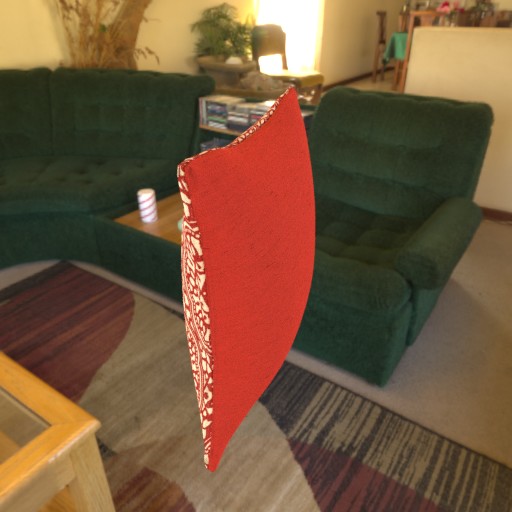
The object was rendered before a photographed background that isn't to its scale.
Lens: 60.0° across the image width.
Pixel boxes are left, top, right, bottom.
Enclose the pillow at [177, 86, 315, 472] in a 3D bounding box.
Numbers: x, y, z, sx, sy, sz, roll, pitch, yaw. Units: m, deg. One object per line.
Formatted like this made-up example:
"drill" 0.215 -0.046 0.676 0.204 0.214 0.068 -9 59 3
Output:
"pillow" 0.000 0.000 0.661 0.162 0.419 0.438 8 31 14
